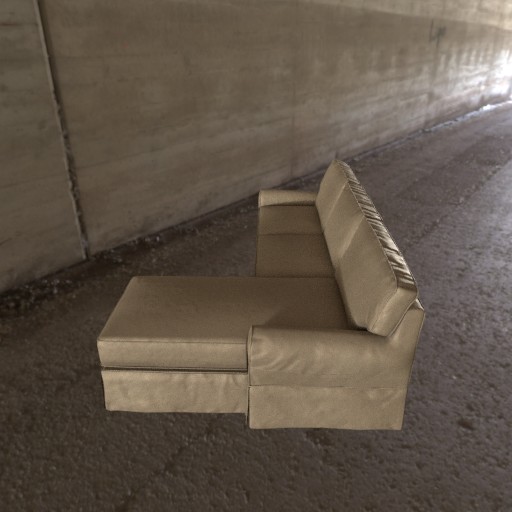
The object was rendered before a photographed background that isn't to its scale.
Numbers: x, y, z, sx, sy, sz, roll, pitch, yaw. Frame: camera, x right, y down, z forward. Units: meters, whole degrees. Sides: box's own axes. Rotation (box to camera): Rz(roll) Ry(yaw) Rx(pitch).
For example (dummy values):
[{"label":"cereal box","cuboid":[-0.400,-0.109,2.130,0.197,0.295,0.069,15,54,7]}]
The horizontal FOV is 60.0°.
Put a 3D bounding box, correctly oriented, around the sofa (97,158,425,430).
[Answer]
[{"label":"sofa","cuboid":[0.000,0.000,3.364,1.733,0.978,2.475,1,26,2]}]
